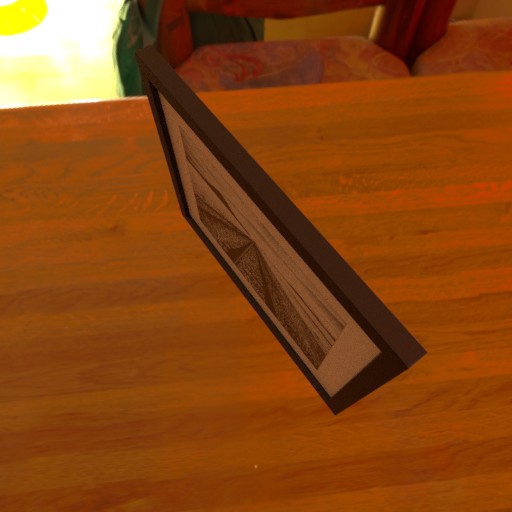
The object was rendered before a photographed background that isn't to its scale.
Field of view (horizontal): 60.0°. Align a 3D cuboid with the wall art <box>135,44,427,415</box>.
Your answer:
[{"bbox_3d":[0.000,0.000,0.753,0.029,0.458,0.559,-33,69,-15],"label":"wall art"}]
